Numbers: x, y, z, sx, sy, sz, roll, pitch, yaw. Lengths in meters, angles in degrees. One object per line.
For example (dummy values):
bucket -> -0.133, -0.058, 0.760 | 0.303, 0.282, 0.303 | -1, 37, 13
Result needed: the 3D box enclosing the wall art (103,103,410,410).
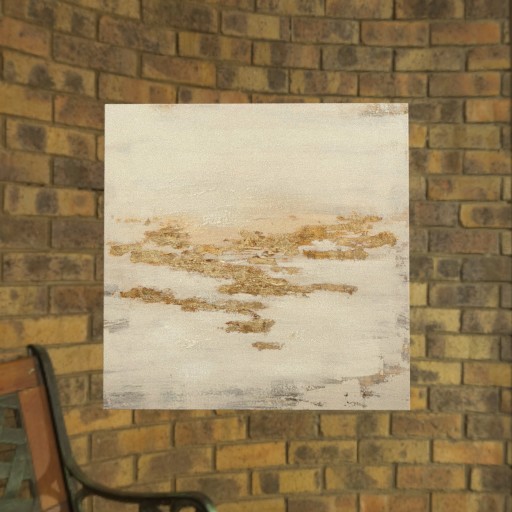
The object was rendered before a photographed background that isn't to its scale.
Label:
wall art -> 0.000, 0.000, 0.905 | 0.611, 0.613, 0.040 | 0, -1, 1
